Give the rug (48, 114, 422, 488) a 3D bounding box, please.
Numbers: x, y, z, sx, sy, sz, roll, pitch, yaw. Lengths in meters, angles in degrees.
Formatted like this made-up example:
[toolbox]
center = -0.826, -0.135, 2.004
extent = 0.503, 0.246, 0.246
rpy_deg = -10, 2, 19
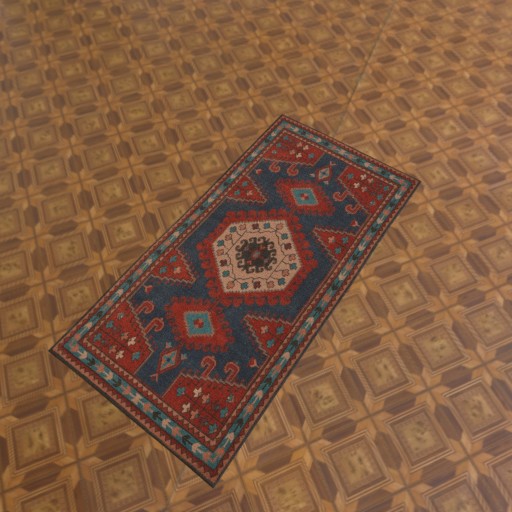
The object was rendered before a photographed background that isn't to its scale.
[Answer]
[rug]
center = 0.000, 0.000, 3.595
extent = 1.522, 0.034, 3.032
rpy_deg = 31, 64, 17
